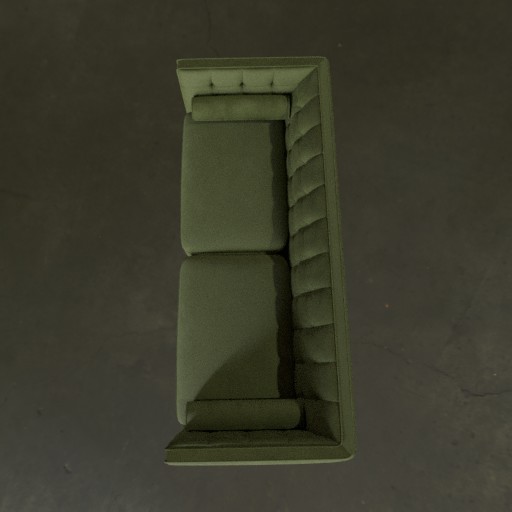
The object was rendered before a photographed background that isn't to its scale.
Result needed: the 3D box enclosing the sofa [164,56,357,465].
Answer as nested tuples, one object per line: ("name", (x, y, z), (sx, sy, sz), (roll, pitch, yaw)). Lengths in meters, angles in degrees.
("sofa", (0.000, 0.000, 2.540), (0.867, 0.789, 2.087), (-1, 75, 0))
